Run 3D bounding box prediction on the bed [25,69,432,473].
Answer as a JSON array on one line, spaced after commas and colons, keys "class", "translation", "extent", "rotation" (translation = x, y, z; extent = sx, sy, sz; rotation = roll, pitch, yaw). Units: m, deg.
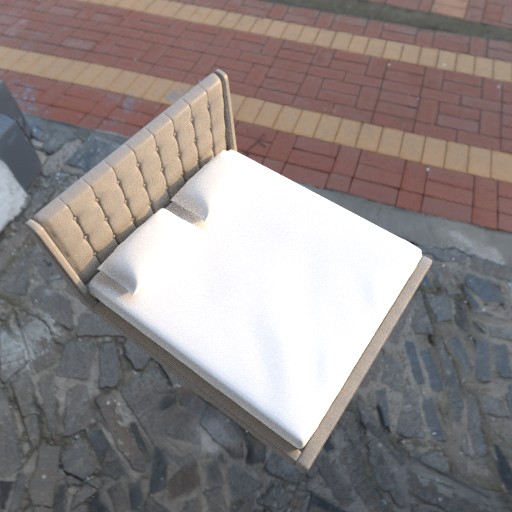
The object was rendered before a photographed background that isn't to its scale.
[{"class": "bed", "translation": [0.000, 0.000, 3.532], "extent": [2.342, 1.289, 2.062], "rotation": [31, 63, 18]}]
